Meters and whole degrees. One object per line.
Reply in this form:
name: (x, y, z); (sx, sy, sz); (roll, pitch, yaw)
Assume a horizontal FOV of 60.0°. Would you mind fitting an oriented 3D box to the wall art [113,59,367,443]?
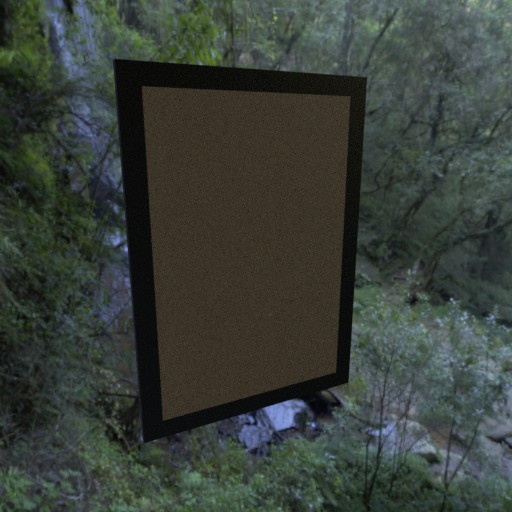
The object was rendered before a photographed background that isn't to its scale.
wall art: (0.000, 0.000, 0.682); (0.381, 0.534, 0.013); (-7, 17, -25)
